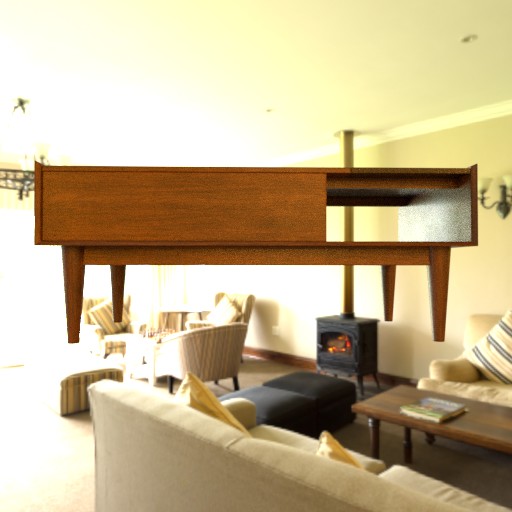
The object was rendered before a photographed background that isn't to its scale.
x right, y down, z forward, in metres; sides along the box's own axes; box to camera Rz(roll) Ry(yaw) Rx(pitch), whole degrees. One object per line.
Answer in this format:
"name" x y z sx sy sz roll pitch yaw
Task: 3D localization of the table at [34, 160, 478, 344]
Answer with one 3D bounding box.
"table" 0.000 0.000 1.522 1.221 0.508 0.610 0 -1 -2
